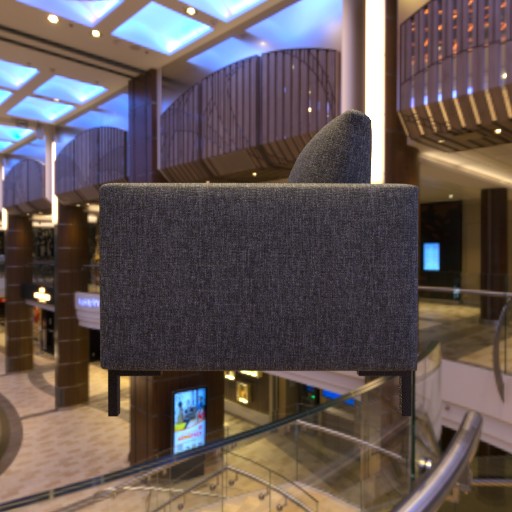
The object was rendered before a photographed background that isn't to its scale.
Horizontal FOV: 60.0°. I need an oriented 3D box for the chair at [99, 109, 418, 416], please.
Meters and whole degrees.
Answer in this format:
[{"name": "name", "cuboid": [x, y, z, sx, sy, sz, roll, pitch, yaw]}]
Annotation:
[{"name": "chair", "cuboid": [0.000, 0.000, 1.628, 0.866, 0.861, 0.963, 0, 1, 0]}]
